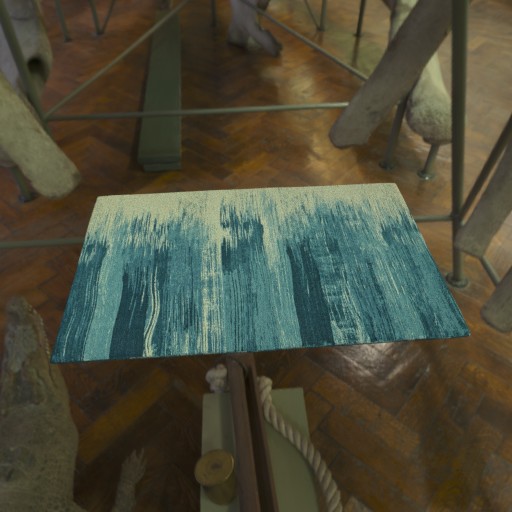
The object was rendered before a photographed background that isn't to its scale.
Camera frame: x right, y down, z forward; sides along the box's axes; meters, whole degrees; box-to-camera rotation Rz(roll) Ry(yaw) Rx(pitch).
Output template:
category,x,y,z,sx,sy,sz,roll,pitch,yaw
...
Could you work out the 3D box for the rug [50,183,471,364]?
category,x,y,z,sx,sy,sz,roll,pitch,yaw
rug,0.000,0.000,3.083,2.450,0.027,1.540,-3,45,-3
